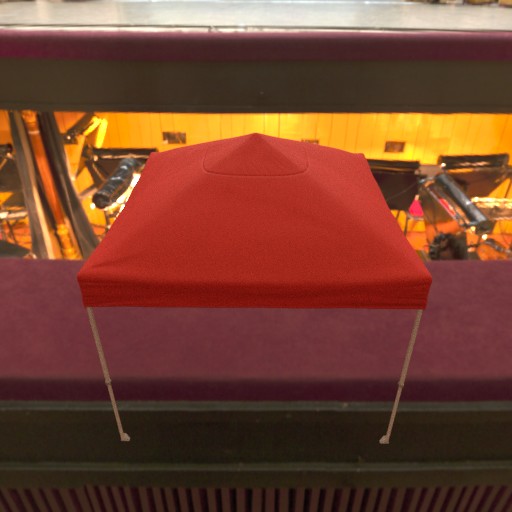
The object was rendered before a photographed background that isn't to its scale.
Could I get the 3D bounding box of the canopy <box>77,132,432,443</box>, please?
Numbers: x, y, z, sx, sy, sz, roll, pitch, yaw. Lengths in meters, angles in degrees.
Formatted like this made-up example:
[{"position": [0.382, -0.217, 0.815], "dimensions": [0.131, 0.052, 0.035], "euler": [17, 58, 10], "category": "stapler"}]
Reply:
[{"position": [0.000, 0.000, 5.336], "dimensions": [2.998, 2.997, 2.996], "euler": [0, 33, 1], "category": "canopy"}]
